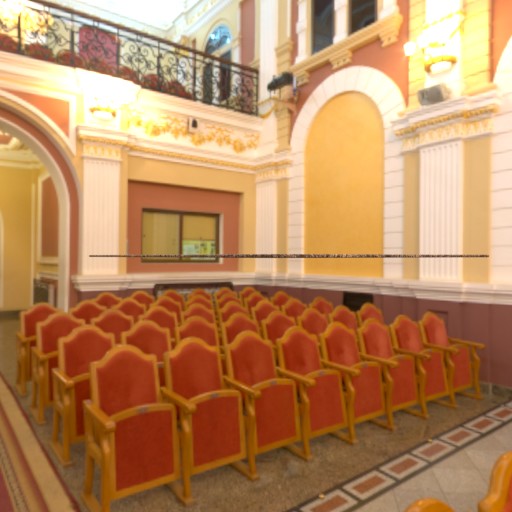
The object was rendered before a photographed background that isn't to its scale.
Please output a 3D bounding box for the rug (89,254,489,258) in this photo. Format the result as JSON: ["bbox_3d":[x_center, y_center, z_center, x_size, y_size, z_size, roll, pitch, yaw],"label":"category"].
[{"bbox_3d":[0.000,0.000,2.295,1.189,0.011,1.808,0,0,-36],"label":"rug"}]
